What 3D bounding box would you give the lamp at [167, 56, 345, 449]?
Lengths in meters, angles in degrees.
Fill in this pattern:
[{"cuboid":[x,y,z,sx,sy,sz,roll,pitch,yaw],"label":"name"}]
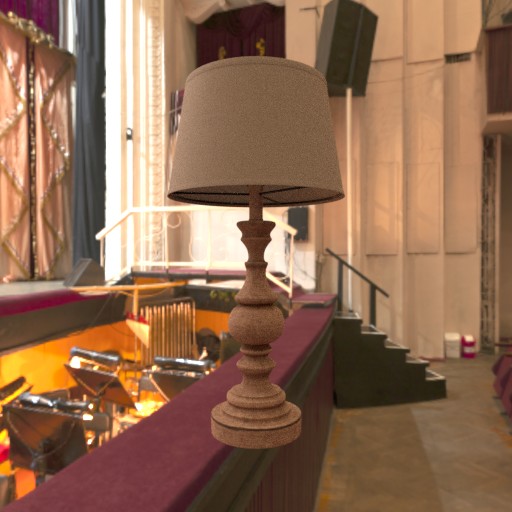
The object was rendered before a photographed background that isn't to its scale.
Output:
[{"cuboid":[0.000,0.000,0.864,0.340,0.678,0.340,0,0,0],"label":"lamp"}]
